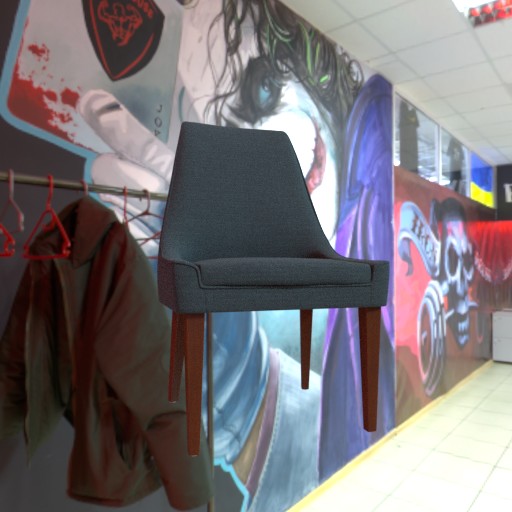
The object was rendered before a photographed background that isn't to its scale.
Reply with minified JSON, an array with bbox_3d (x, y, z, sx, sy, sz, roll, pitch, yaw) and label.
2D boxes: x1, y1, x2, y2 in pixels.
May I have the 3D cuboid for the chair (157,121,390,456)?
[{"bbox_3d":[0.000,0.000,1.238,0.529,0.861,0.544,0,-1,-18],"label":"chair"}]
